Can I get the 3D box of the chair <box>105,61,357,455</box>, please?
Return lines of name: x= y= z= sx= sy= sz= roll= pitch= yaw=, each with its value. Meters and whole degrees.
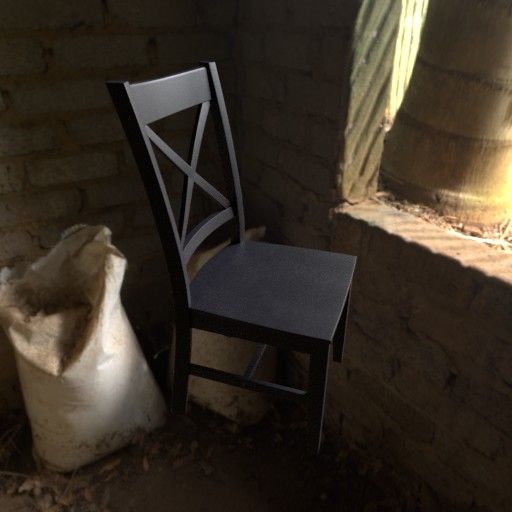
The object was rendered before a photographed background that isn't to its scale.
chair: x=0.000 y=0.000 z=1.285 sx=0.542 sy=0.983 sz=0.485 roll=9 pitch=30 yaw=17
